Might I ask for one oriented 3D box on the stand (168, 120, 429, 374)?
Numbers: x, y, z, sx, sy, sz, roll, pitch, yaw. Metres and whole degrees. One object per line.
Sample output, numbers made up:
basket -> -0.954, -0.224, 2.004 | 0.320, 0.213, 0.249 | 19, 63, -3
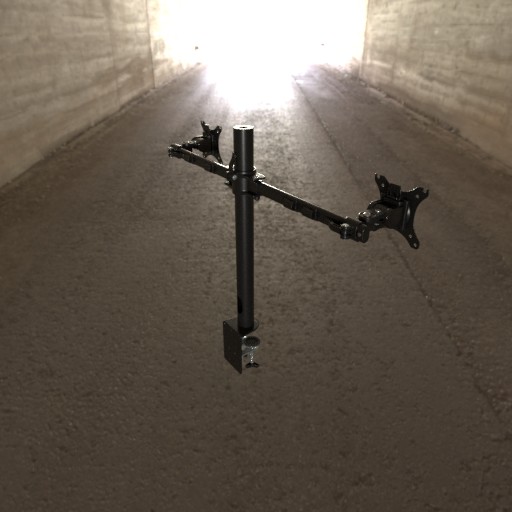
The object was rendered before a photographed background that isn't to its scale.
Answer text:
stand -> 0.000, 0.000, 1.050 | 0.150, 0.603, 0.743 | -18, 32, -31
